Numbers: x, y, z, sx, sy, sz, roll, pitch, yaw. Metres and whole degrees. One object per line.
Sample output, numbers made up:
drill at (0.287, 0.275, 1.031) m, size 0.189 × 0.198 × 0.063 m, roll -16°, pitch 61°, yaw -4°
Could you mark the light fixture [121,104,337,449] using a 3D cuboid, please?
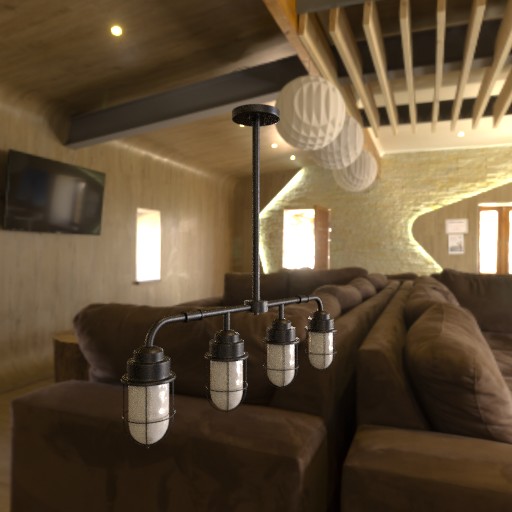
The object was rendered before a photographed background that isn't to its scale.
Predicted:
light fixture at (0.000, 0.000, 1.210) m, size 0.131 × 0.785 × 0.852 m, roll 0°, pitch 0°, yaw 36°
